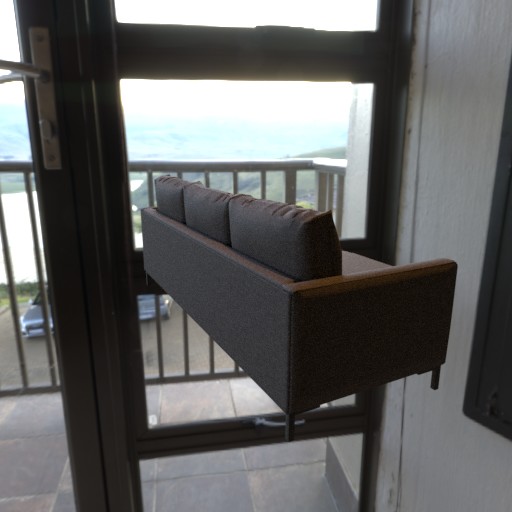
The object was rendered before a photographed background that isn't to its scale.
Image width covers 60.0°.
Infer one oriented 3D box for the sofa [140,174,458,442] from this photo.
[{"bbox_3d":[0.000,0.000,2.723,0.876,0.882,2.253,-7,16,-27],"label":"sofa"}]
